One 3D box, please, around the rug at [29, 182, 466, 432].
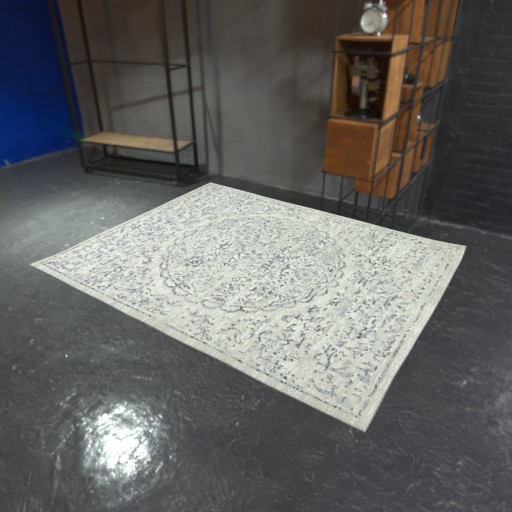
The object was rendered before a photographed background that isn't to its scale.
[{"bbox_3d":[0.000,0.000,3.770,2.925,0.026,2.343,19,35,29],"label":"rug"}]
